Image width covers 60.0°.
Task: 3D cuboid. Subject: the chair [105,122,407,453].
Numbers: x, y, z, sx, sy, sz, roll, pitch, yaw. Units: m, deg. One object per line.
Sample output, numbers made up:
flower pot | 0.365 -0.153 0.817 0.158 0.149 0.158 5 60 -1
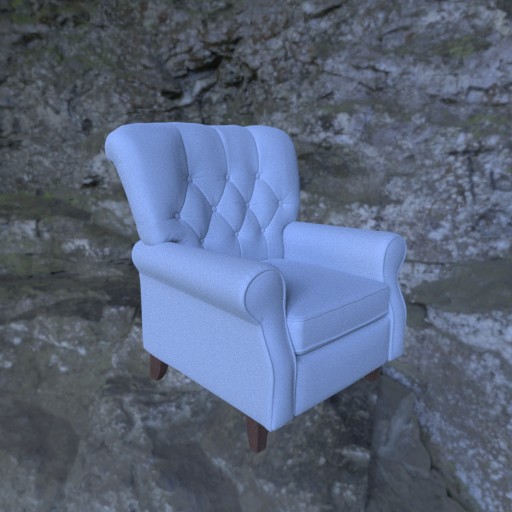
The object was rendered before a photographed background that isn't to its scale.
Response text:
chair | 0.000 0.000 2.068 1.090 1.217 1.128 -12 18 -41
